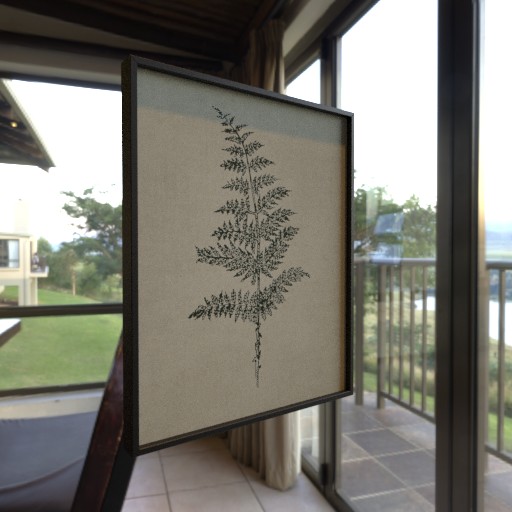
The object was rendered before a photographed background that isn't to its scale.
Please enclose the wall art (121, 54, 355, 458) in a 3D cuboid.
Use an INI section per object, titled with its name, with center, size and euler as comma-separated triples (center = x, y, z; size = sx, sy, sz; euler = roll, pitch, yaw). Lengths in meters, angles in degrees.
[wall art]
center = 0.000, 0.000, 0.755
size = 0.449, 0.555, 0.039
euler = -1, 1, -36
